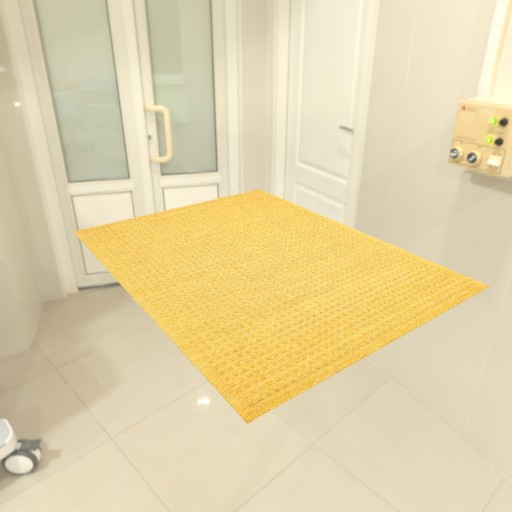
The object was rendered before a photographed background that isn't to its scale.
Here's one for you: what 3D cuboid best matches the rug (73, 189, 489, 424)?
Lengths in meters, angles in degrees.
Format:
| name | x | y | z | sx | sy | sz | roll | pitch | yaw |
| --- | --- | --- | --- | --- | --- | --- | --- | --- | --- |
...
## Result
| name | x | y | z | sx | sy | sz | roll | pitch | yaw |
| --- | --- | --- | --- | --- | --- | --- | --- | --- | --- |
| rug | 0.000 | 0.000 | 4.240 | 2.486 | 0.015 | 3.242 | -18 | 32 | -32 |
